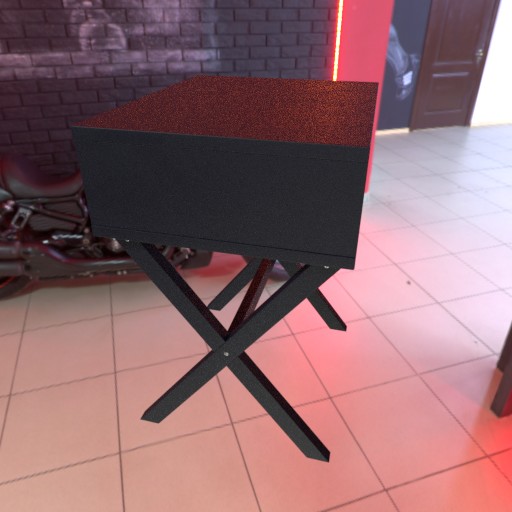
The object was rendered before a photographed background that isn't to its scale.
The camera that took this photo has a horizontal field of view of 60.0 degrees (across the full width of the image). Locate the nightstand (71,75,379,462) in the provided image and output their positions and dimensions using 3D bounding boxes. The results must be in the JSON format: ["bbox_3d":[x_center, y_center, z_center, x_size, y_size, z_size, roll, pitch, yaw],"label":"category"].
[{"bbox_3d":[0.000,0.000,0.919,0.402,0.623,0.479,7,31,13],"label":"nightstand"}]
